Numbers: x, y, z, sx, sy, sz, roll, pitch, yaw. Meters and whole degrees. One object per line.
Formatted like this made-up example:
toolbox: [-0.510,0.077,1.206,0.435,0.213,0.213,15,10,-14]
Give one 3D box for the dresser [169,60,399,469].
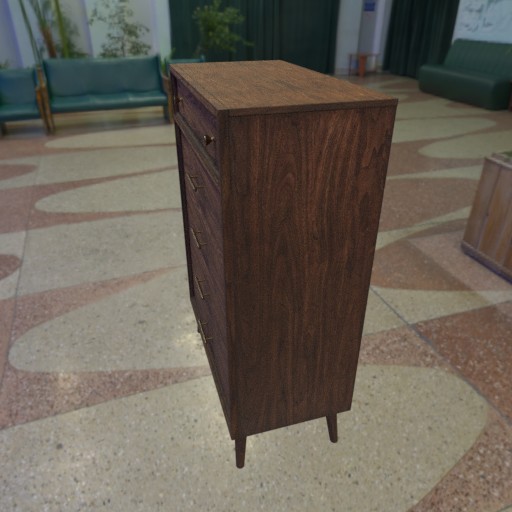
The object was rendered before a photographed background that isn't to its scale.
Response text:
dresser: [0.000,0.000,1.810,0.498,1.365,0.919,-9,31,-14]
